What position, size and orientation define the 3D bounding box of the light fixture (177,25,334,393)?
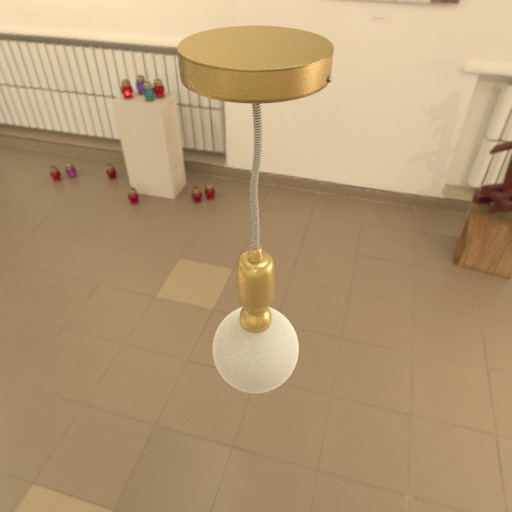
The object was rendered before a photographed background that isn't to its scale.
[{"bbox_3d":[0.000,0.000,0.572,0.147,0.510,0.146,10,41,12],"label":"light fixture"}]
